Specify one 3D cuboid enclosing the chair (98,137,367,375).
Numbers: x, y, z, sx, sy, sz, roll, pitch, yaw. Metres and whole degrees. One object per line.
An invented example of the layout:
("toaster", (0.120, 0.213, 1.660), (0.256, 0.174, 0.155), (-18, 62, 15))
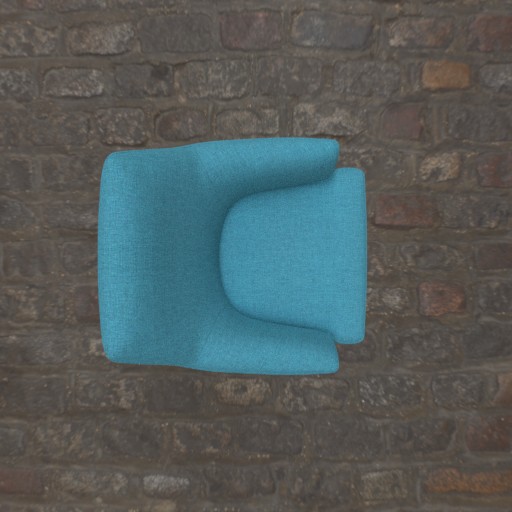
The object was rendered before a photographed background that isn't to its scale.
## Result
("chair", (0.000, 0.000, 1.353), (0.677, 0.874, 0.642), (0, 90, 0))
